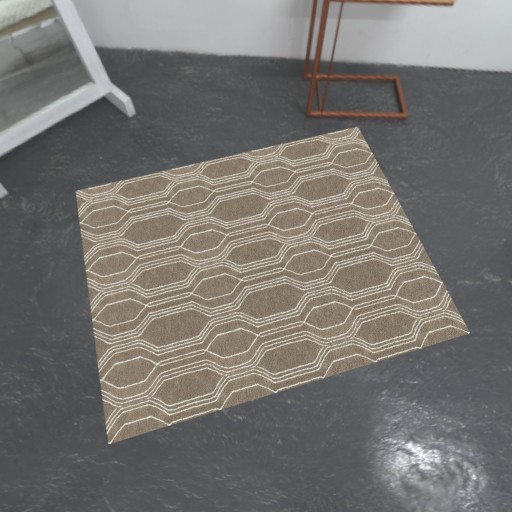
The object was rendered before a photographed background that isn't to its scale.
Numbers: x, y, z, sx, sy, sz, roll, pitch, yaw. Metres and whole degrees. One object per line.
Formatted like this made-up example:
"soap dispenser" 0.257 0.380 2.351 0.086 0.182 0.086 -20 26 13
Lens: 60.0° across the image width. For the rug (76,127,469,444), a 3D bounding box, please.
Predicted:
"rug" 0.000 0.000 4.112 3.062 0.012 2.457 -15 63 -8
